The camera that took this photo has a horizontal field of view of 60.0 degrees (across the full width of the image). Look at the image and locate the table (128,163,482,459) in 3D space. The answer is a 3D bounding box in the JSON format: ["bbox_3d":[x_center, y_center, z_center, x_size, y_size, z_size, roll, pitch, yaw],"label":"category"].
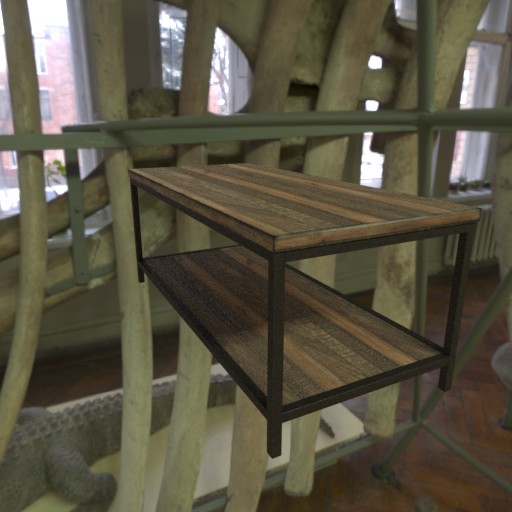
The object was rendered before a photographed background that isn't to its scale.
[{"bbox_3d":[0.000,0.000,1.219,0.452,0.399,0.990,-9,19,-26],"label":"table"}]
